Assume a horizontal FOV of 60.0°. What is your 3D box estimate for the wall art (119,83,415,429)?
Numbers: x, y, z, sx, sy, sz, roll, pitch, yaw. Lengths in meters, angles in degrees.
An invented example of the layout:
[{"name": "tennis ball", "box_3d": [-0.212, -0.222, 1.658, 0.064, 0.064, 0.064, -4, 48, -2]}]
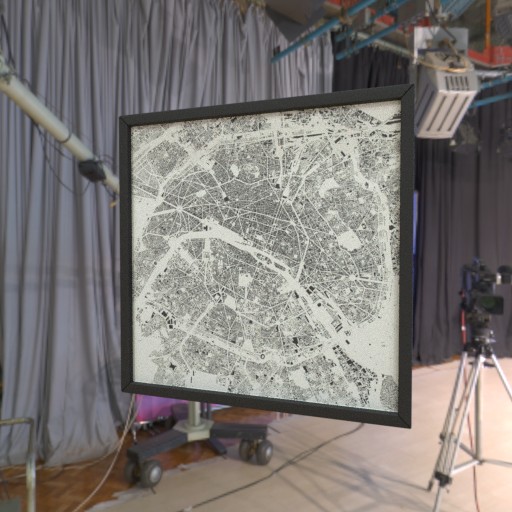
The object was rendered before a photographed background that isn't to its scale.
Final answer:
[{"name": "wall art", "box_3d": [0.000, 0.000, 0.456, 0.305, 0.305, 0.037, 1, 2, 19]}]
